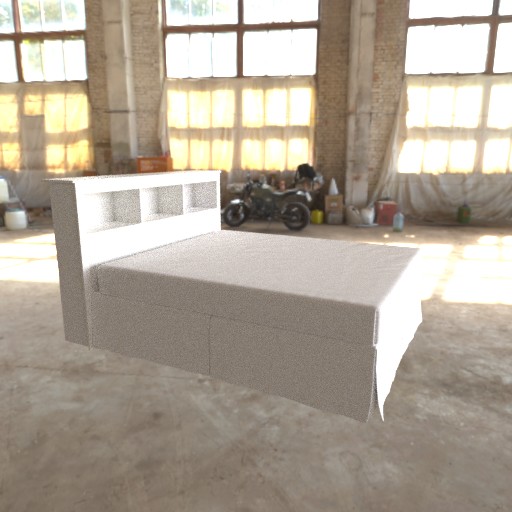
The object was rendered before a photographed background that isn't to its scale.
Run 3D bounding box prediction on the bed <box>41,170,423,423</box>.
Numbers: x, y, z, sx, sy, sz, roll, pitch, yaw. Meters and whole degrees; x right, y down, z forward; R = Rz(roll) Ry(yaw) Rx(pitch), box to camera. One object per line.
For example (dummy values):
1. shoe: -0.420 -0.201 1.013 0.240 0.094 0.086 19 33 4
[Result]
1. bed: 0.000 0.000 3.113 2.133 1.092 1.671 7 15 26
